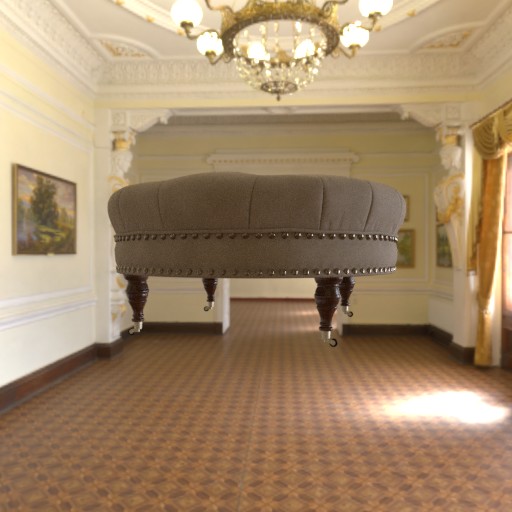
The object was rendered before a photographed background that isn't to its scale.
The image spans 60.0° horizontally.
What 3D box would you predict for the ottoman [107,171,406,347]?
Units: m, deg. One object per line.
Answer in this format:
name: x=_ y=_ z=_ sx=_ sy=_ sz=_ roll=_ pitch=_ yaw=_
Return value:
ottoman: x=0.000 y=0.000 z=1.405 sx=0.901 sy=0.439 sz=0.901 roll=0 pitch=0 yaw=0
